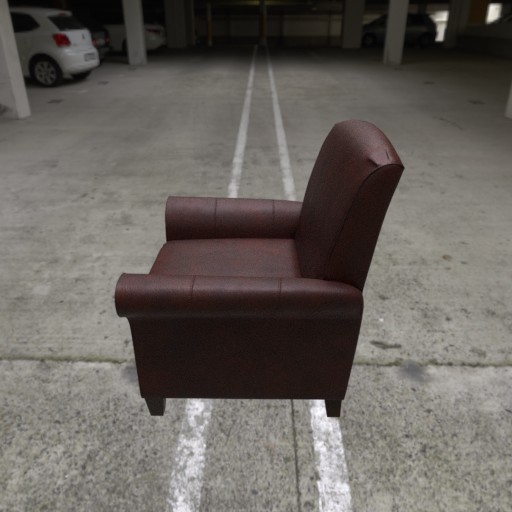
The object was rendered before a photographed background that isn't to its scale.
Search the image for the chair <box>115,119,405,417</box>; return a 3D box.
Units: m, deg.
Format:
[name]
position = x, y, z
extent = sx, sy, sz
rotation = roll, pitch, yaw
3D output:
[chair]
position = 0.000, 0.000, 1.832
extent = 0.902, 1.061, 0.978
rotation = 0, 25, 0
